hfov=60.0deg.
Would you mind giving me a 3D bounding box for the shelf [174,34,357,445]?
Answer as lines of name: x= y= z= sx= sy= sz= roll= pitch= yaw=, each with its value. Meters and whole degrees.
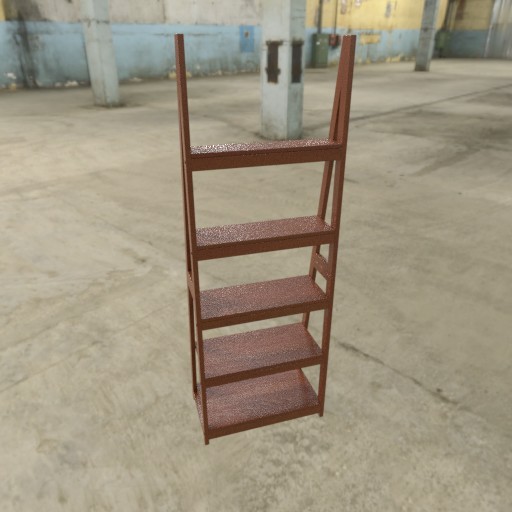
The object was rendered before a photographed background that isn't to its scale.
shelf: x=0.000 y=0.000 z=1.997 sx=0.630 sy=1.780 sz=0.356 roll=-8 pitch=27 yaw=-16
